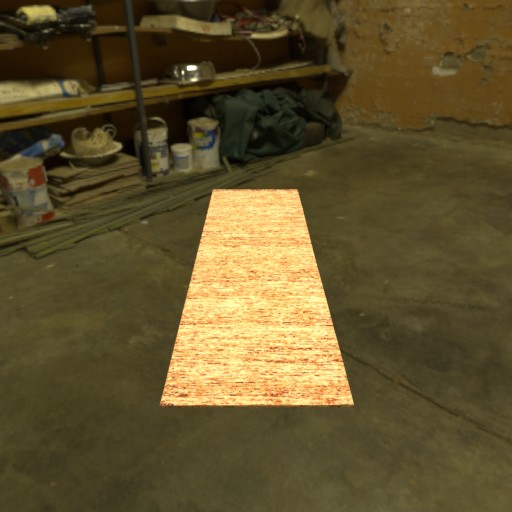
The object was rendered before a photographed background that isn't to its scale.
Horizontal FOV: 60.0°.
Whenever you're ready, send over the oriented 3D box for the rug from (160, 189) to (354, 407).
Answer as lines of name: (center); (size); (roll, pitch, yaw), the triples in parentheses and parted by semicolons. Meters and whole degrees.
rug: (0.000, 0.000, 2.531); (0.680, 0.014, 2.237); (0, 28, 0)
